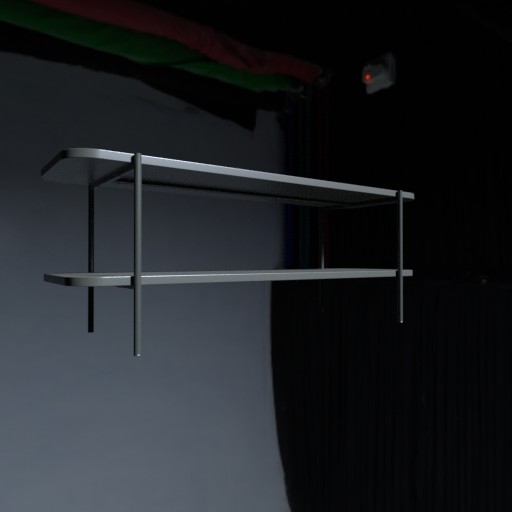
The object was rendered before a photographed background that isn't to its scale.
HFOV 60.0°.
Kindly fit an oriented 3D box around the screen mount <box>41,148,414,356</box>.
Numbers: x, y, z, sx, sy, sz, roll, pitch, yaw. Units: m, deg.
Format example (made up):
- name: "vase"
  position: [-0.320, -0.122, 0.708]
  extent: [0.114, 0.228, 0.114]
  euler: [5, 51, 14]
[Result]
- name: "screen mount"
  position: [0.000, 0.000, 1.399]
  extent: [1.200, 0.447, 0.400]
  euler: [0, -1, -35]
